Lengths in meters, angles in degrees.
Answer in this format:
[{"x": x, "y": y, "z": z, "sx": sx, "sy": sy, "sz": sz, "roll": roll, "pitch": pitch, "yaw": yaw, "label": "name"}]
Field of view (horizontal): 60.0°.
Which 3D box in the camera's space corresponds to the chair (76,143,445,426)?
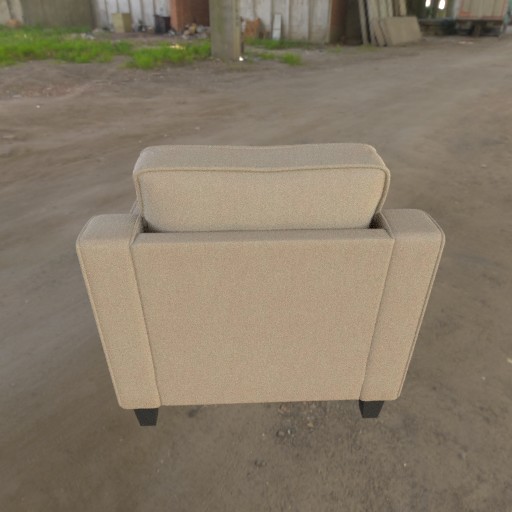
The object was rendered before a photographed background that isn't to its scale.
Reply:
[{"x": 0.000, "y": 0.000, "z": 1.616, "sx": 0.922, "sy": 0.948, "sz": 0.882, "roll": -1, "pitch": 30, "yaw": -2, "label": "chair"}]
